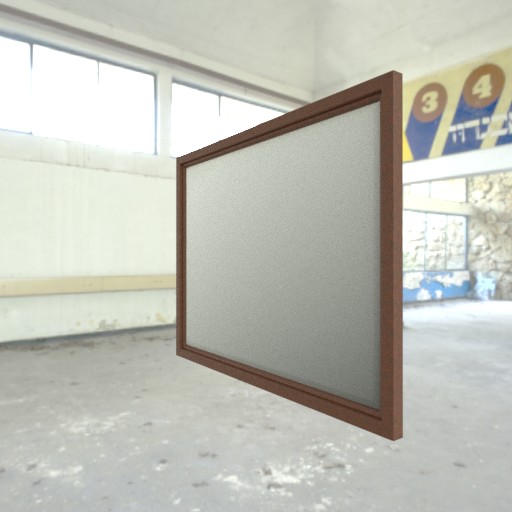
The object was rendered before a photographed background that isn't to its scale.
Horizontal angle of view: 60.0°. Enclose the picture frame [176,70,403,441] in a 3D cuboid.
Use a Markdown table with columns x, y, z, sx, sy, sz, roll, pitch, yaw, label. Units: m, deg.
| x | y | z | sx | sy | sz | roll | pitch | yaw | label |
| --- | --- | --- | --- | --- | --- | --- | --- | --- | --- |
| 0.000 | 0.000 | 1.761 | 0.045 | 1.018 | 1.329 | 0 | 0 | -36 | picture frame |
